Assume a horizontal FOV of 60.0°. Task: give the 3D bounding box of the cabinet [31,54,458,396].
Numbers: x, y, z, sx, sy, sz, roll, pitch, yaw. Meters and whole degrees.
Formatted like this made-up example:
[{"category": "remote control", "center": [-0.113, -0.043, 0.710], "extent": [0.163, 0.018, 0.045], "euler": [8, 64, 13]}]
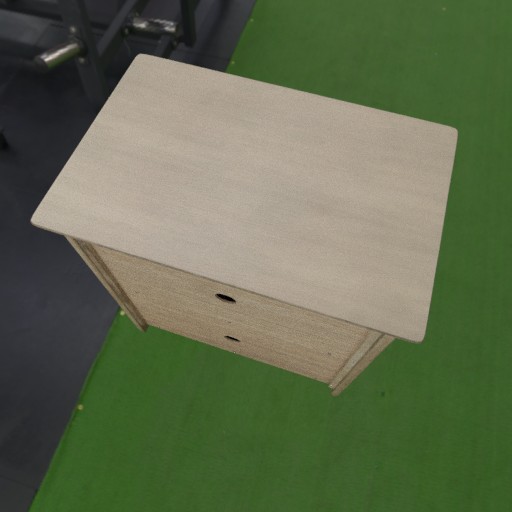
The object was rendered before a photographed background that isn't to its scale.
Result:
[{"category": "cabinet", "center": [0.000, 0.000, 1.247], "extent": [0.763, 0.762, 0.503], "euler": [16, 65, 8]}]
